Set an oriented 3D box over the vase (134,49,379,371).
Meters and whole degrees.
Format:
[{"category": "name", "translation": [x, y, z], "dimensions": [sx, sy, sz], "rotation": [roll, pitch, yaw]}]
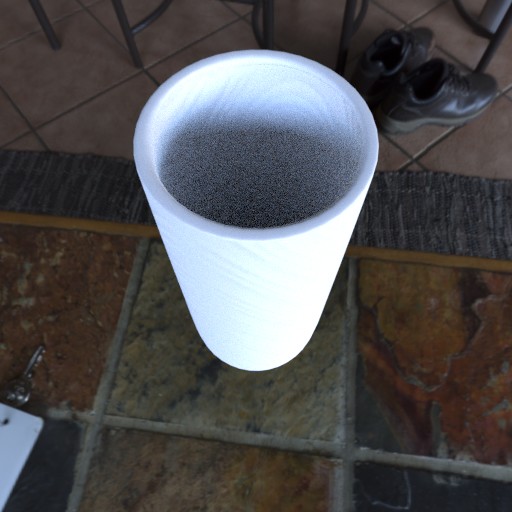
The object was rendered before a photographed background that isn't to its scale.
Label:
[{"category": "vase", "translation": [0.000, 0.000, 0.391], "dimensions": [0.143, 0.316, 0.143], "rotation": [0, 64, 0]}]
